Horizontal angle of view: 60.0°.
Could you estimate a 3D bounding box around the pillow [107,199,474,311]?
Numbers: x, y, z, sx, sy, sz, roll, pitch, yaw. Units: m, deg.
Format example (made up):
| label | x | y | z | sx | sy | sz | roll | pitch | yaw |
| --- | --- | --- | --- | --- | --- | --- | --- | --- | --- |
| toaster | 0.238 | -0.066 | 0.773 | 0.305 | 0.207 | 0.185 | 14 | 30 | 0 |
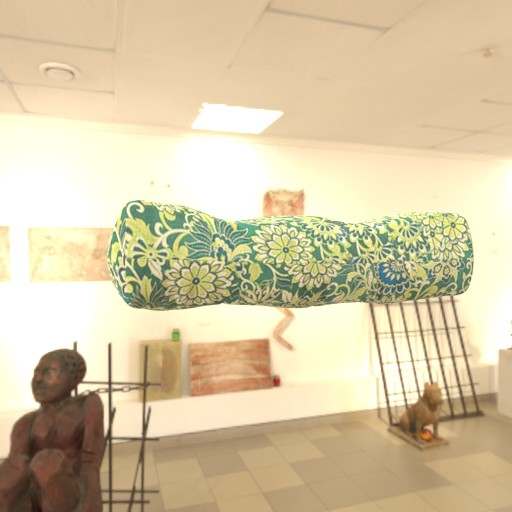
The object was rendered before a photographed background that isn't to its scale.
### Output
| label | x | y | z | sx | sy | sz | roll | pitch | yaw |
| --- | --- | --- | --- | --- | --- | --- | --- | --- | --- |
| pillow | 0.000 | 0.000 | 0.733 | 0.468 | 0.128 | 0.490 | 0 | 1 | -19 |
